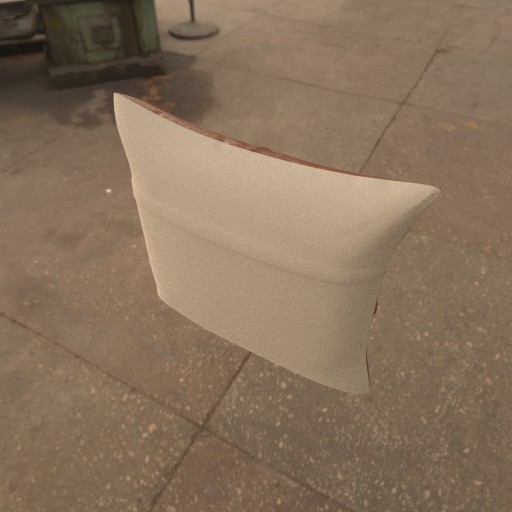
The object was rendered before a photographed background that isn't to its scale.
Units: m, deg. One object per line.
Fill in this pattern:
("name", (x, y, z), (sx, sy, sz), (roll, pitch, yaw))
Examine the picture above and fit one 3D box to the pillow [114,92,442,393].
("pillow", (0.000, 0.000, 0.766), (0.501, 0.477, 0.192), (22, 49, 21))
